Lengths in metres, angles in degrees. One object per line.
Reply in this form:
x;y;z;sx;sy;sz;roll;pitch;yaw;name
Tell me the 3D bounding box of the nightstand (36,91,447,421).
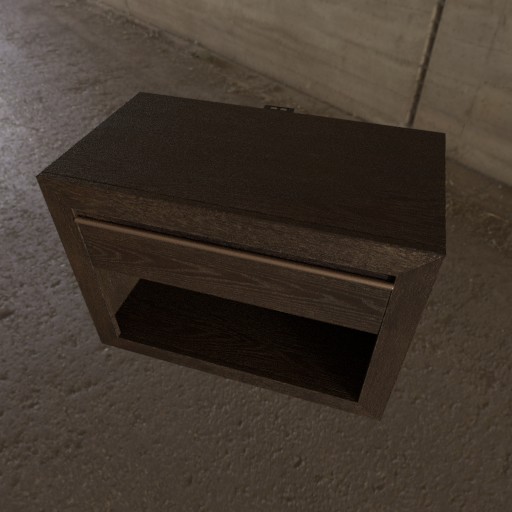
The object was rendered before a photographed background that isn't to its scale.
0.000;0.000;1.153;0.775;0.612;0.457;12;44;13;nightstand
